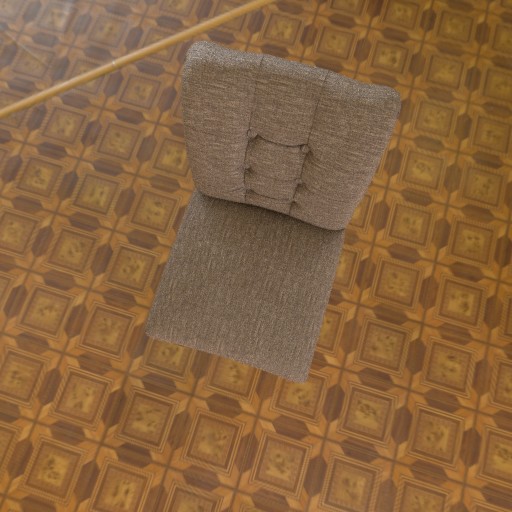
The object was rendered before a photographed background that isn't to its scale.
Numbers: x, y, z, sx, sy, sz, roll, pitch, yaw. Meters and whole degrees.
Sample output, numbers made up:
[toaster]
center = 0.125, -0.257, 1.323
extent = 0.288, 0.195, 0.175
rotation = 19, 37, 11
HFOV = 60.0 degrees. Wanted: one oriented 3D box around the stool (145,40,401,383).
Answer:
[stool]
center = 0.000, 0.000, 1.274
extent = 0.457, 0.970, 0.611
rotation = 16, 75, 4
